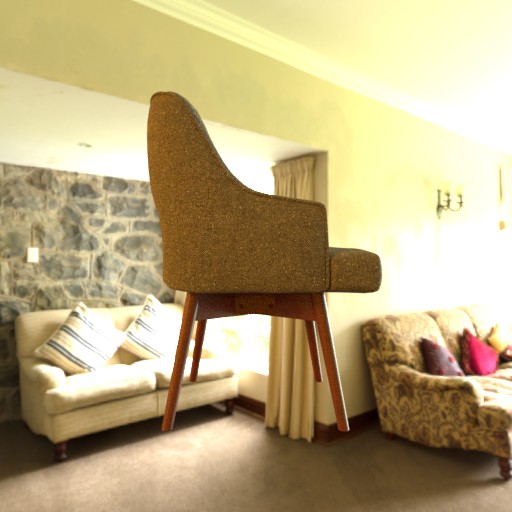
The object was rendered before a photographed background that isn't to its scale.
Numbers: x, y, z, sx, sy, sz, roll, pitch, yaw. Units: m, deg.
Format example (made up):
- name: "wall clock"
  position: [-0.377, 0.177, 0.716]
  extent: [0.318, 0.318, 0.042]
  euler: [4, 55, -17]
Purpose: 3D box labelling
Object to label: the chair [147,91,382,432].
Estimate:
- name: "chair"
  position: [0.000, 0.000, 1.338]
  extent: [0.629, 0.875, 0.608]
  euler: [0, -1, 0]
